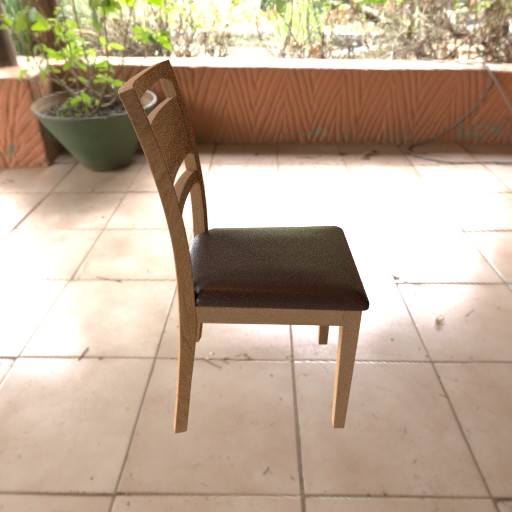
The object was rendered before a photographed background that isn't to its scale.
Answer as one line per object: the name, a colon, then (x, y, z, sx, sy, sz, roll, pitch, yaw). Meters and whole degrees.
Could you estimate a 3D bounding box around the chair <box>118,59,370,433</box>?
chair: (0.000, 0.000, 1.209, 0.545, 0.940, 0.420, 0, 31, 0)
